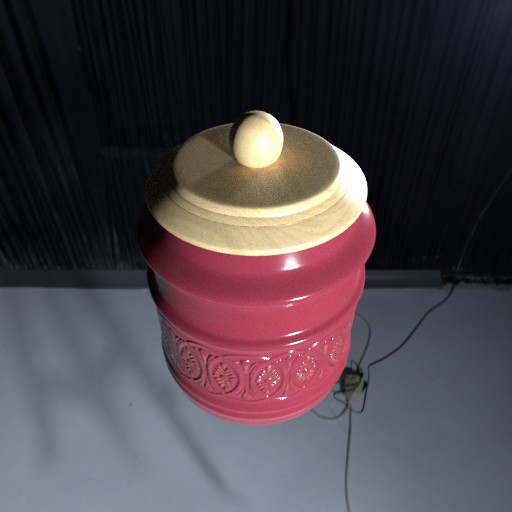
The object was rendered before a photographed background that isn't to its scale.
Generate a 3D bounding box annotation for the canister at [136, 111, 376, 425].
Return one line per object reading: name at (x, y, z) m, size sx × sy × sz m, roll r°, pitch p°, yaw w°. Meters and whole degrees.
canister at (0.000, 0.000, 0.264) m, size 0.130 × 0.176 × 0.130 m, roll 0°, pitch 42°, yaw 0°
